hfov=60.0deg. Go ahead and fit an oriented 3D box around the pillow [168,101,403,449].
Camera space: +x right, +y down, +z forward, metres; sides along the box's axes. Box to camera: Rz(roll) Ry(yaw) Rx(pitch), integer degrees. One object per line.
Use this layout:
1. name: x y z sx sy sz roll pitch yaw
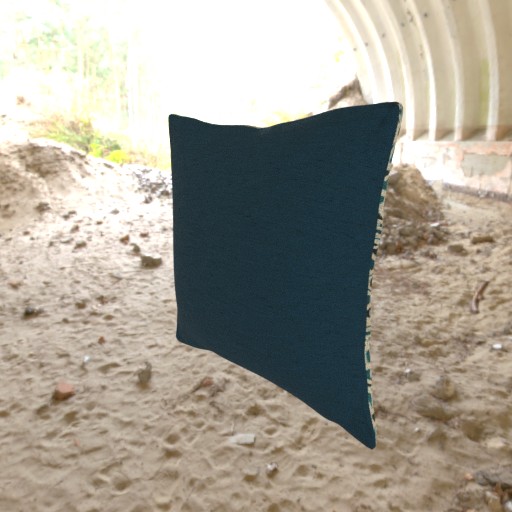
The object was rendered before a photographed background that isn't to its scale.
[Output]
1. pillow: 0.000 0.000 0.658 0.145 0.420 0.440 -13 20 -42
